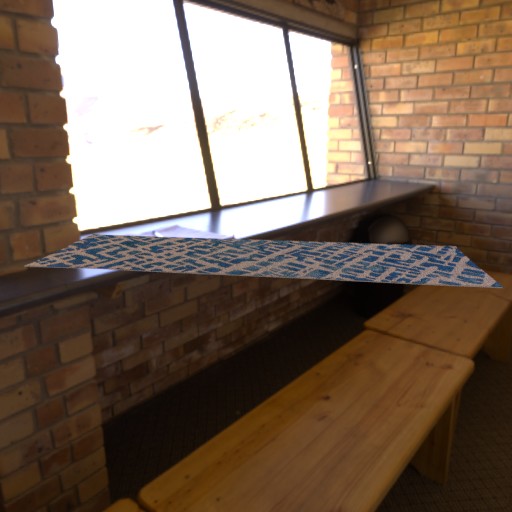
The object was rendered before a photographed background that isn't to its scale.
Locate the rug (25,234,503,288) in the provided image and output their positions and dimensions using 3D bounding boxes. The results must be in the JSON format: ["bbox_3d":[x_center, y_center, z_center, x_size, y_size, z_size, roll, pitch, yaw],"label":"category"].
[{"bbox_3d":[0.000,0.000,2.602,2.446,0.011,0.768,2,16,8],"label":"rug"}]
